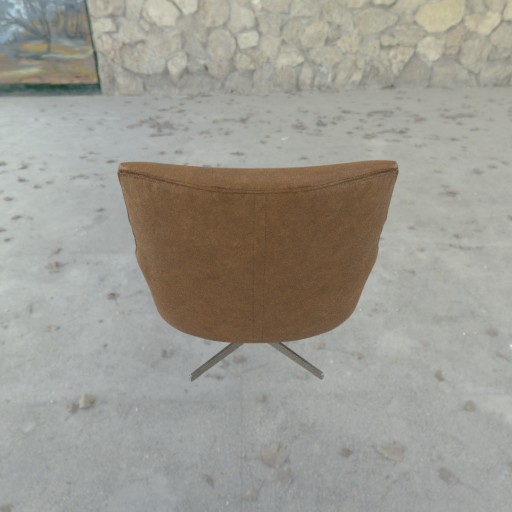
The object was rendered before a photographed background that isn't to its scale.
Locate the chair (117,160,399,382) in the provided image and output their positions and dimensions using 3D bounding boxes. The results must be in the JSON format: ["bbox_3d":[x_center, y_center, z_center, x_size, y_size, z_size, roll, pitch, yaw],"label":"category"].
[{"bbox_3d":[0.000,0.000,1.479,0.729,0.869,0.874,-1,31,-1],"label":"chair"}]
